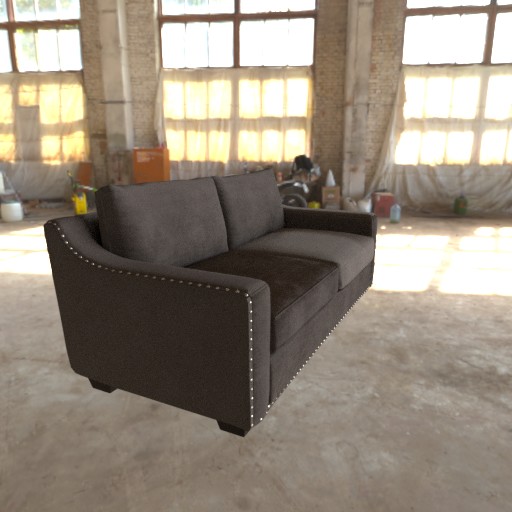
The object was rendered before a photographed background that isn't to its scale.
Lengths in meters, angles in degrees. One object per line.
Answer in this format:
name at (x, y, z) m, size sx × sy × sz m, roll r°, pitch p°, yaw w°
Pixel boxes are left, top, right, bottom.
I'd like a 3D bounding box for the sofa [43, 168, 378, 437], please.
sofa at (0.000, 0.000, 3.323) m, size 1.336 × 1.196 × 2.550 m, roll 7°, pitch 16°, yaw 26°
